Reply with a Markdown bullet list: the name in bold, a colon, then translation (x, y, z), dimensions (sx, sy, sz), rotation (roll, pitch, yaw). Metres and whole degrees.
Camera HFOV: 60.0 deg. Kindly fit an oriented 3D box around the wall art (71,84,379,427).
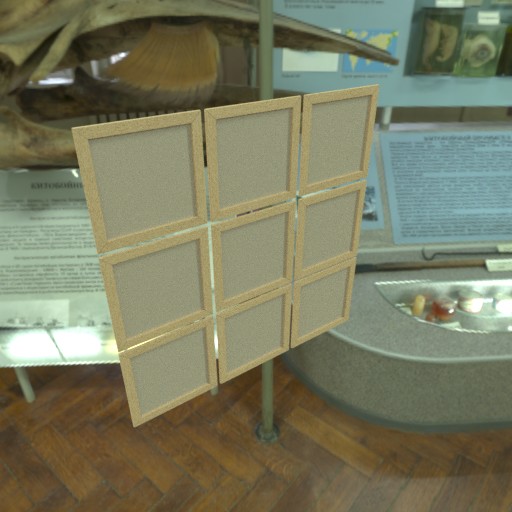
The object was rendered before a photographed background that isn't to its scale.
- **wall art**: translation (0.000, 0.000, 2.254), dimensions (1.519, 1.507, 0.014), rotation (-19, 35, -30)
